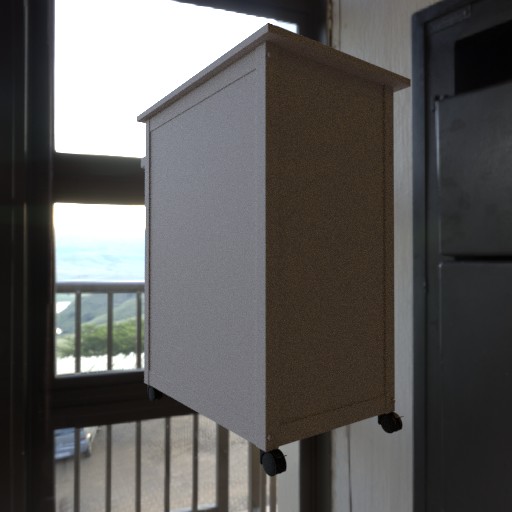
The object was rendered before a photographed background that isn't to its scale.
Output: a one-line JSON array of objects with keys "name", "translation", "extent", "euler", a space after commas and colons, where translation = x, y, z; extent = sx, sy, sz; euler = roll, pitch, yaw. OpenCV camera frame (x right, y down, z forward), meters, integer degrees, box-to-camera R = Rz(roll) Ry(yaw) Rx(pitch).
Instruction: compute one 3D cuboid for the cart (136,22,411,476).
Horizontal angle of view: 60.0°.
[{"name": "cart", "translation": [0.000, 0.000, 1.228], "extent": [0.442, 0.864, 0.683], "euler": [1, -1, -36]}]
